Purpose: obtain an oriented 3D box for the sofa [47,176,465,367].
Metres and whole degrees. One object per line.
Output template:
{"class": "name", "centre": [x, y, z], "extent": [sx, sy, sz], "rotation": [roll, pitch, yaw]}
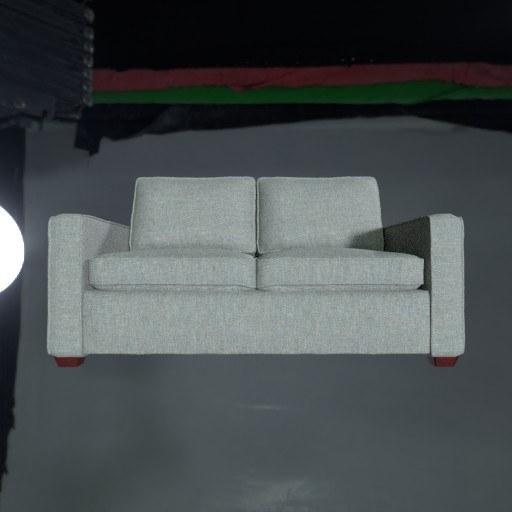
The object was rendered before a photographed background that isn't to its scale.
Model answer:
{"class": "sofa", "centre": [0.000, 0.000, 2.229], "extent": [1.706, 0.915, 0.945], "rotation": [0, -1, 0]}
